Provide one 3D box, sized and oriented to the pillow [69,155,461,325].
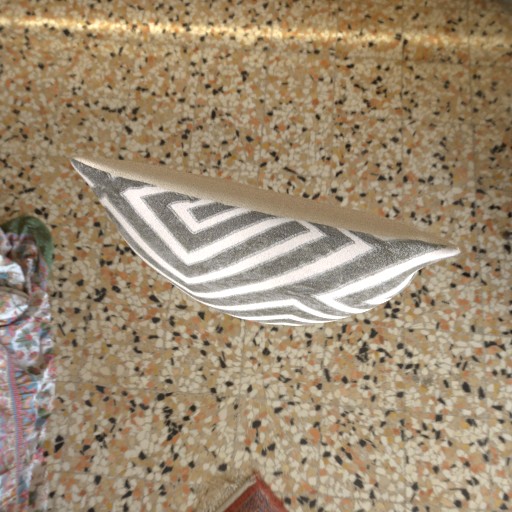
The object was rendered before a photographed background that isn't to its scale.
[{"bbox_3d":[0.000,0.000,0.675,0.440,0.441,0.182,13,75,4],"label":"pillow"}]
